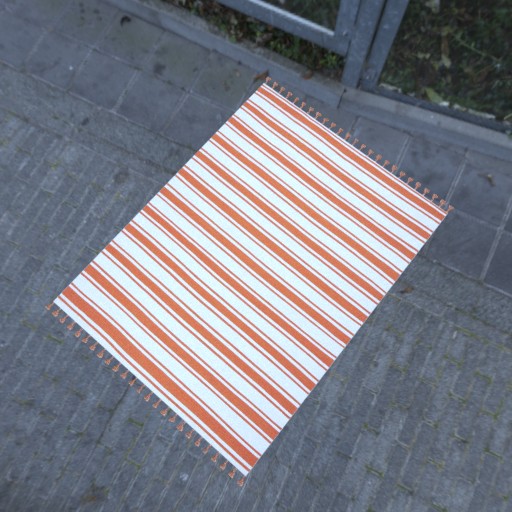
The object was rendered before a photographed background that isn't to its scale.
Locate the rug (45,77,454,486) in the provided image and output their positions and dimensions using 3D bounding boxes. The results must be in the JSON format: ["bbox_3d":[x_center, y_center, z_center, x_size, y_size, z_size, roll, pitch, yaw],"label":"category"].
[{"bbox_3d":[0.000,0.000,4.379,2.451,0.035,3.369,39,78,10],"label":"rug"}]
